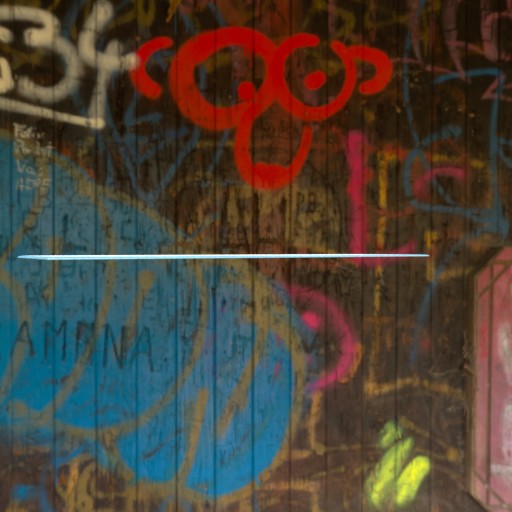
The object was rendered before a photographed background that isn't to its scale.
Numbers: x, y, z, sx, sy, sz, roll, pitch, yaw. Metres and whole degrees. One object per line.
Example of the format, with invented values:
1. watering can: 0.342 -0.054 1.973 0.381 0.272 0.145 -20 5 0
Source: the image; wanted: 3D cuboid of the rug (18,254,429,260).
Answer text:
1. rug: 0.000 0.000 2.391 2.196 0.011 0.662 0 1 -36
